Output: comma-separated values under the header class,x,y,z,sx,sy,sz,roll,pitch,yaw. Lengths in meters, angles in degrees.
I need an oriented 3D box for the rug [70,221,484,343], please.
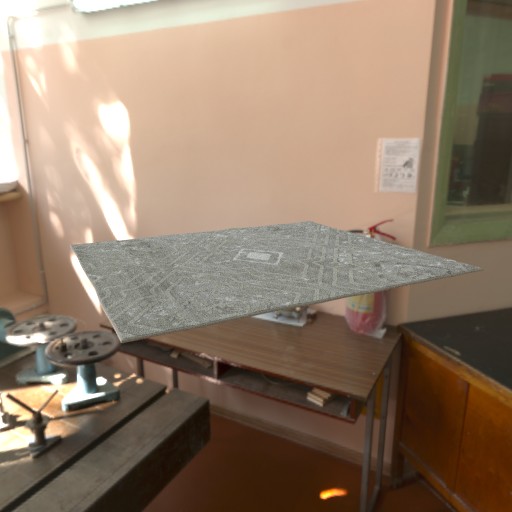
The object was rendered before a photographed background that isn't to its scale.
class,x,y,z,sx,sy,sz,roll,pitch,yaw
rug,0.000,0.000,0.886,0.639,0.006,0.548,-8,16,-27
